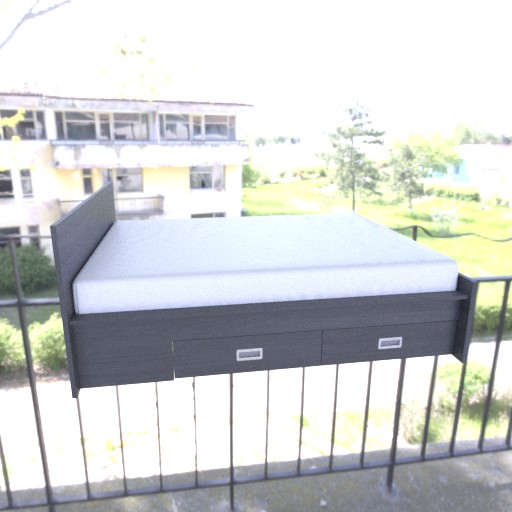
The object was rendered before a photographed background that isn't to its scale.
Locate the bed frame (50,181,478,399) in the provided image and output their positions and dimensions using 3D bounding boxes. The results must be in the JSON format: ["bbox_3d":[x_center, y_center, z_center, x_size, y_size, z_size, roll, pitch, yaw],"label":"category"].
[{"bbox_3d":[0.000,0.000,2.825,1.960,0.800,1.622,-3,16,-9],"label":"bed frame"}]
